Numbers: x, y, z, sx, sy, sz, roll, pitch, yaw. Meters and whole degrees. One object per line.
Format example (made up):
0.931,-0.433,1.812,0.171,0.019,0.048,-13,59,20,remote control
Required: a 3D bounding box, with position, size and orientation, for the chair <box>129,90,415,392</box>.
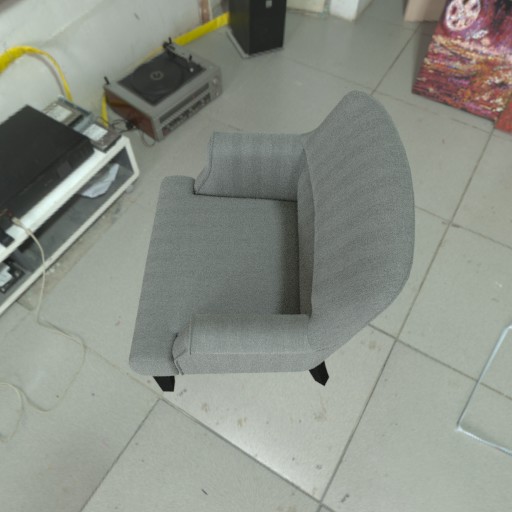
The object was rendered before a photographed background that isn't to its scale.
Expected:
0.000,0.000,1.445,0.755,0.880,0.772,1,59,1,chair
